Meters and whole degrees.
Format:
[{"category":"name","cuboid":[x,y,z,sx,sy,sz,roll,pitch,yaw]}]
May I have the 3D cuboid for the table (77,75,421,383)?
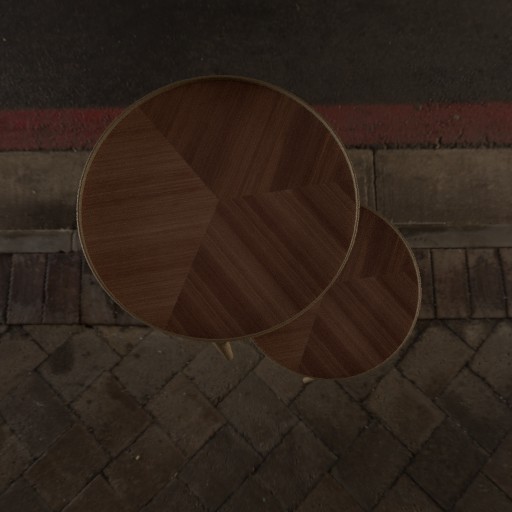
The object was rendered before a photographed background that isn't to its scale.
[{"category":"table","cuboid":[0.000,0.000,1.094,0.751,0.555,0.532,31,78,7]}]
